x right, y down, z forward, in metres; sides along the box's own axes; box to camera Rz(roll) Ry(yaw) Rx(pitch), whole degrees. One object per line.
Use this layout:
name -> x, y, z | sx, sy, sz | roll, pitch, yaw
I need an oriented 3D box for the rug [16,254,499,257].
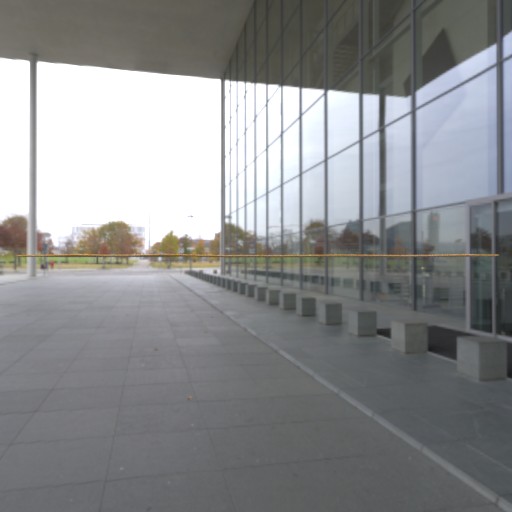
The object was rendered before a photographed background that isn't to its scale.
rug -> 0.000, 0.000, 2.450 | 2.294, 0.014, 0.704 | 0, -1, 1
